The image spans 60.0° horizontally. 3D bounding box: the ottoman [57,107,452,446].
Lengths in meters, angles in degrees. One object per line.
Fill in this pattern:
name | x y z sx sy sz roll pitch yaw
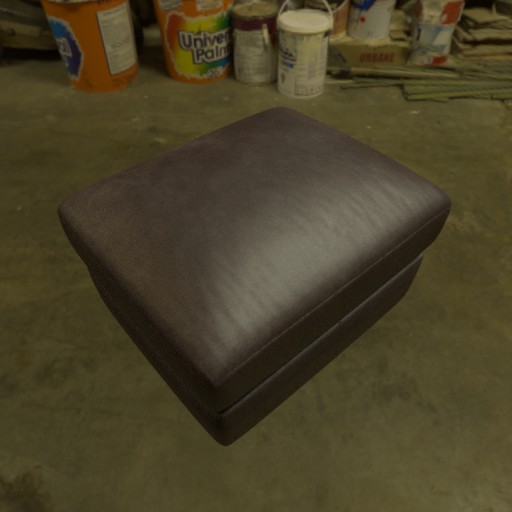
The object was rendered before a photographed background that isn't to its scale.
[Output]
ottoman | 0.000 0.000 1.256 0.806 0.569 0.670 -32 54 -27
